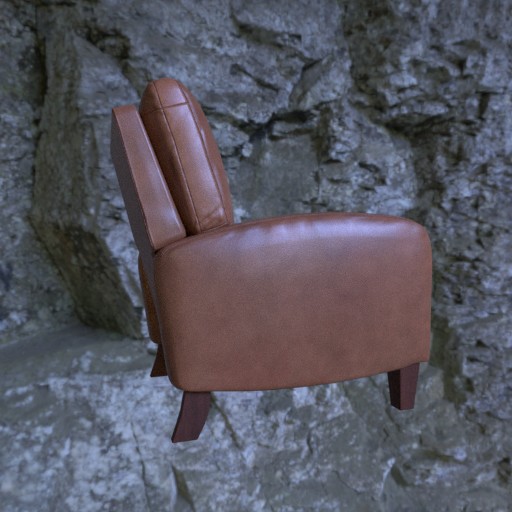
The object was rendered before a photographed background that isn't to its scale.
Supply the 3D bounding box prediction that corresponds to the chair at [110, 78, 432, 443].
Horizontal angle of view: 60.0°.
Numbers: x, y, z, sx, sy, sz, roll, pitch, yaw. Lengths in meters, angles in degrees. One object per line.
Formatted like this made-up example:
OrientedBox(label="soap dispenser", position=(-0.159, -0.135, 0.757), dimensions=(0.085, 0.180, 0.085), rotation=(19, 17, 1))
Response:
OrientedBox(label="chair", position=(0.000, 0.000, 1.601), dimensions=(0.990, 0.990, 0.762), rotation=(0, 2, -19))
